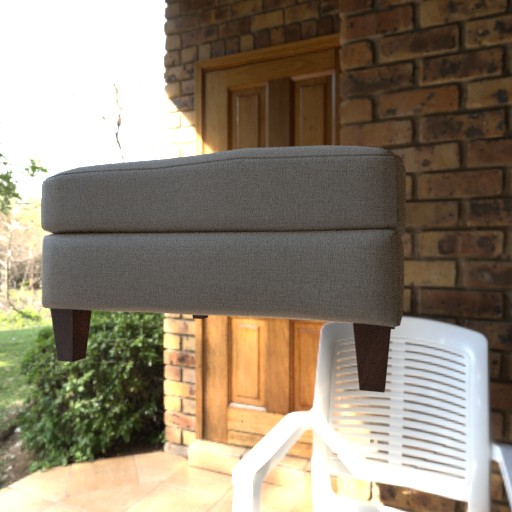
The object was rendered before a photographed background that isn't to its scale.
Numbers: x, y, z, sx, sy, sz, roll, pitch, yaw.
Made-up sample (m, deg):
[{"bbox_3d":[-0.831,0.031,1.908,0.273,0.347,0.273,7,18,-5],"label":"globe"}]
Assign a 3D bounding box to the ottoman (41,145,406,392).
[{"bbox_3d":[0.000,0.000,1.309,0.838,0.503,0.838,0,1,19],"label":"ottoman"}]
